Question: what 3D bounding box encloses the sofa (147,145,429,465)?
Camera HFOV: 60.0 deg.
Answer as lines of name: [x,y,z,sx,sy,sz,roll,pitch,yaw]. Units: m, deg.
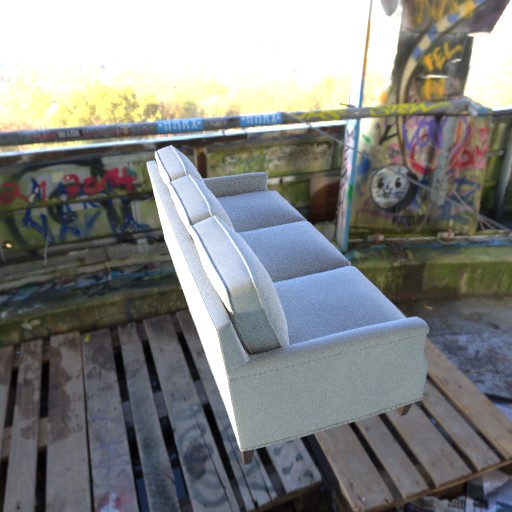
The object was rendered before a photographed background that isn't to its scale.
sofa: [0.000,0.000,2.881,1.084,1.003,2.246,-10,31,-16]
